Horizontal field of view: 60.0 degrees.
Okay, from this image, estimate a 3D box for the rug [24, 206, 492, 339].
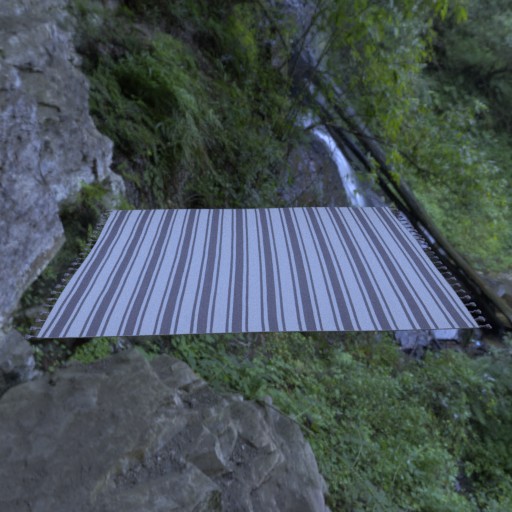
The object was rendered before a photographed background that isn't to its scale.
[{"bbox_3d":[0.000,0.000,3.717,3.040,0.017,2.030,-1,29,-2],"label":"rug"}]
